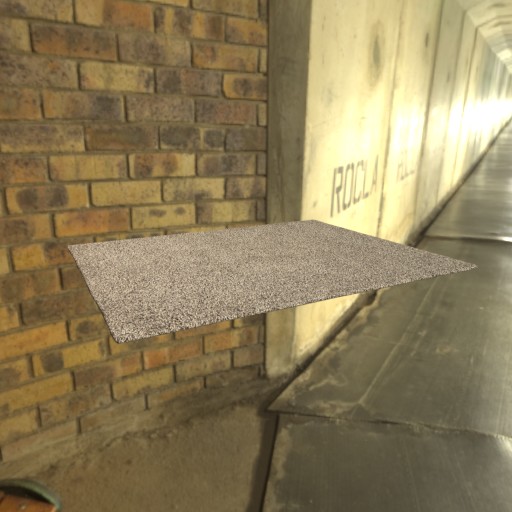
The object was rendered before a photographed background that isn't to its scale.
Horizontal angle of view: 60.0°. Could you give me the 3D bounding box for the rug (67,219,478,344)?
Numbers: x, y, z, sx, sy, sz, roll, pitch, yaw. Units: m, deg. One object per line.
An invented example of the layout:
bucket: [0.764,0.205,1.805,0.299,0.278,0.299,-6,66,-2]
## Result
rug: [0.000,0.000,4.148,3.047,0.029,2.438,-8,17,-27]
